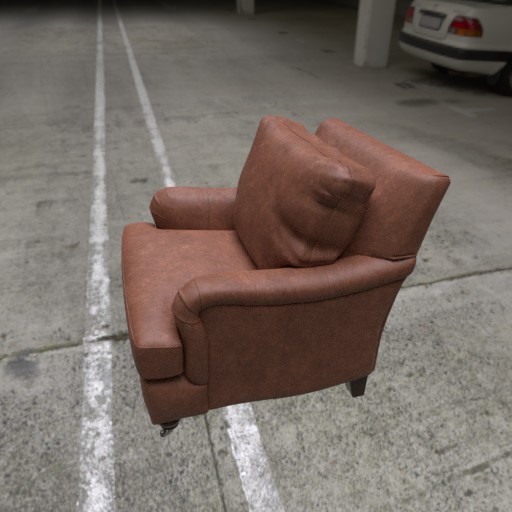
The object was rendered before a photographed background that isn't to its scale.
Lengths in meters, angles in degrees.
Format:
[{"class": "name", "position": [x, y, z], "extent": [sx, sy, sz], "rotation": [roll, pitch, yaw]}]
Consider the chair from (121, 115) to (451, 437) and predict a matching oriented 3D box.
[{"class": "chair", "position": [0.000, 0.000, 1.964], "extent": [1.158, 1.055, 0.986], "rotation": [-9, 31, -14]}]
